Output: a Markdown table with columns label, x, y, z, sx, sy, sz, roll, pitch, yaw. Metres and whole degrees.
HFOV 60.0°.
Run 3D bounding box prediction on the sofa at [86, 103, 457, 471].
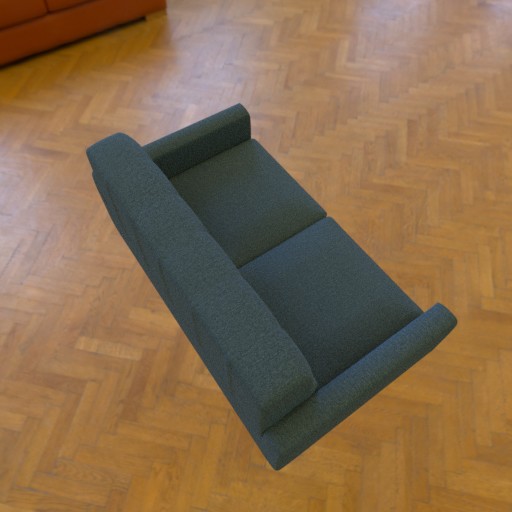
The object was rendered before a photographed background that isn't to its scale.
| label | x | y | z | sx | sy | sz | roll | pitch | yaw |
| --- | --- | --- | --- | --- | --- | --- | --- | --- | --- |
| sofa | 0.000 | 0.000 | 2.179 | 0.942 | 0.896 | 1.651 | -31 | 63 | -17 |
